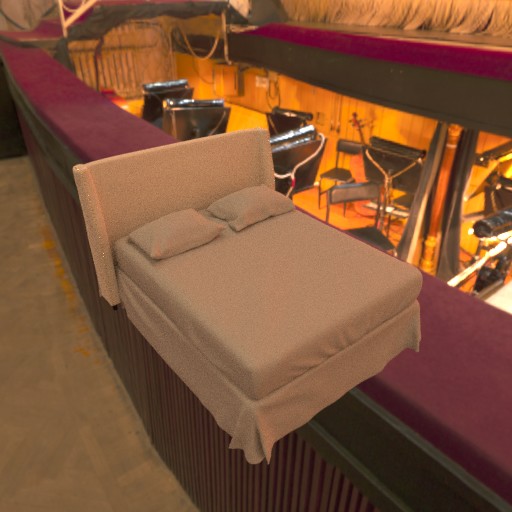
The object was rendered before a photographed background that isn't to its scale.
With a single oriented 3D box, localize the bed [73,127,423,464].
[{"bbox_3d":[0.000,0.000,3.552,1.925,1.332,2.276,-22,37,-32],"label":"bed"}]
